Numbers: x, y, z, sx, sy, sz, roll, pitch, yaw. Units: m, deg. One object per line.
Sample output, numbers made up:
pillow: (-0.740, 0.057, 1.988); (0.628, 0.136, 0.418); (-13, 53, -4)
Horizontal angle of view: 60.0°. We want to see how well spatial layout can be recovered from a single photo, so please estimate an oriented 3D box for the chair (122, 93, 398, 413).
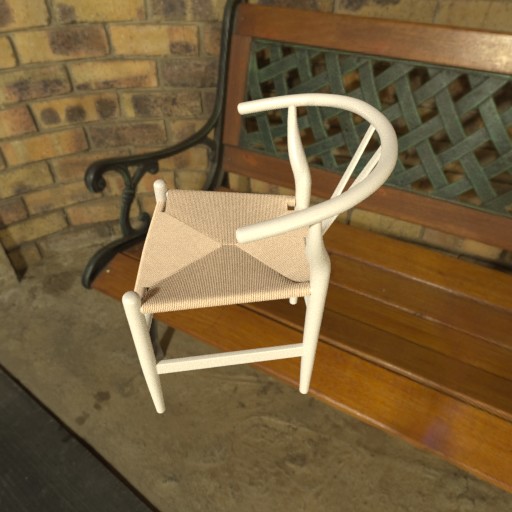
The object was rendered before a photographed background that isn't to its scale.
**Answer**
chair: (0.000, 0.000, 1.164); (0.579, 0.730, 0.569); (-1, 41, -1)
